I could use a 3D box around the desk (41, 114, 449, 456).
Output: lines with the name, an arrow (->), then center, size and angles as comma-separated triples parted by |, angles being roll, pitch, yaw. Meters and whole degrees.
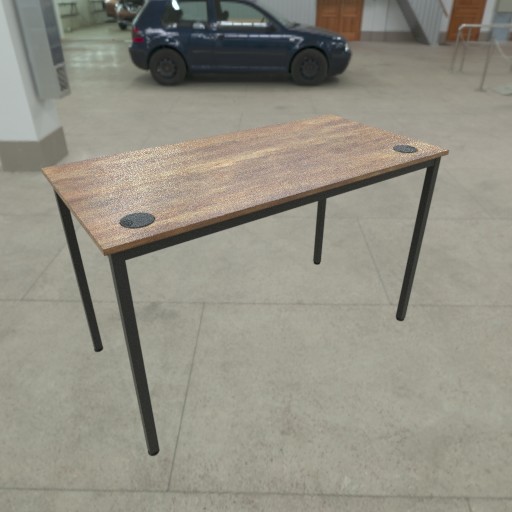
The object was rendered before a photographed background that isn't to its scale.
desk -> 0.000, 0.000, 1.639 | 1.200, 0.749, 0.600 | -20, 36, -29
